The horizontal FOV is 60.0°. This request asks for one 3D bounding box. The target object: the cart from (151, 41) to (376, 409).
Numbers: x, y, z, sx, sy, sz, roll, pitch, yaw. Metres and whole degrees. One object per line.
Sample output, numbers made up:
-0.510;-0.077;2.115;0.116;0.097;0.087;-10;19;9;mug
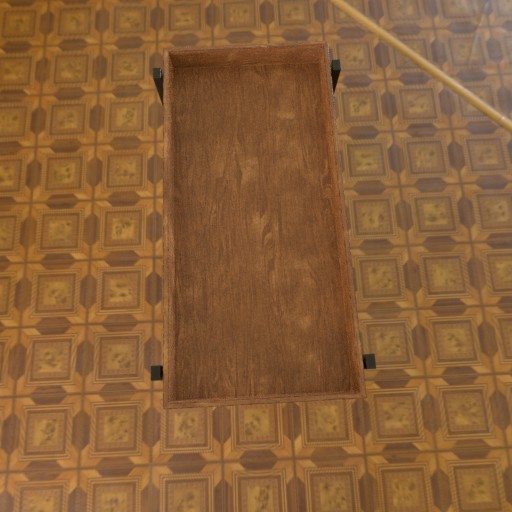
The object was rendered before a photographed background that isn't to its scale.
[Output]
0.000;0.000;1.261;0.411;0.800;0.750;-3;75;-1;cart
